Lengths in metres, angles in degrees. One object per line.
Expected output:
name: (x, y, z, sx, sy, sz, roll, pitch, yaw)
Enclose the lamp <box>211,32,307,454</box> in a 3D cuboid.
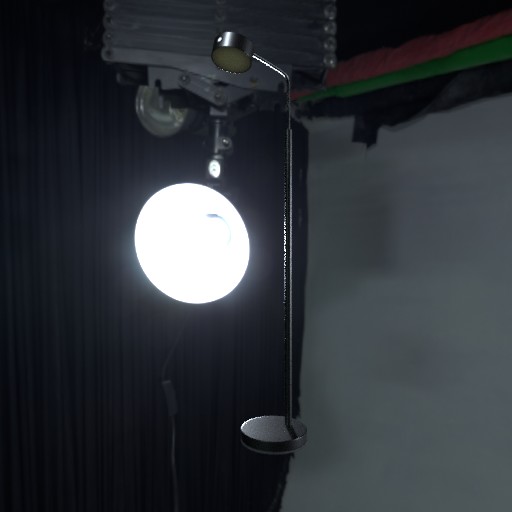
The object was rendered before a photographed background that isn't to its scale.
lamp: (0.000, 0.000, 1.396, 0.219, 1.230, 0.418, 0, 1, 37)
